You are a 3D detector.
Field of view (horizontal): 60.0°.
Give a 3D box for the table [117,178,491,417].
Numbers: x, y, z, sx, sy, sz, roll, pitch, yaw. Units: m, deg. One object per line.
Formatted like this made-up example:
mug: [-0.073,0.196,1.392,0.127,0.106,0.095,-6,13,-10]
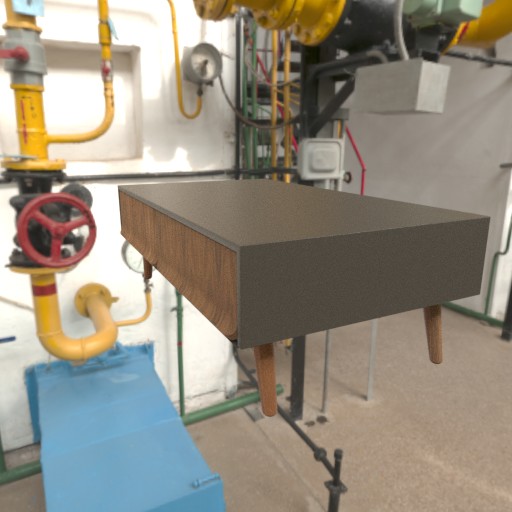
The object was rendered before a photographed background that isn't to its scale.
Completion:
table: [0.000,0.000,1.519,0.703,0.404,1.201,-7,17,-26]
